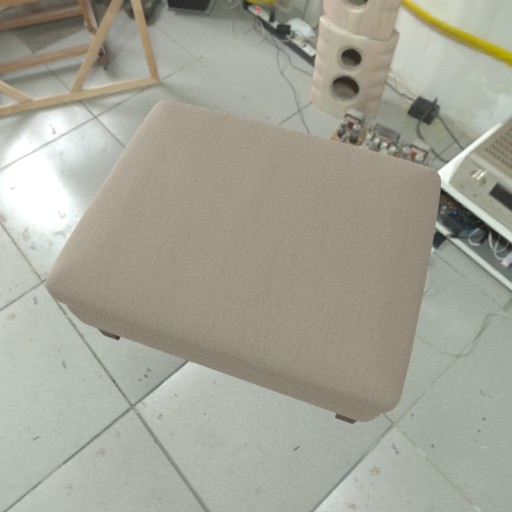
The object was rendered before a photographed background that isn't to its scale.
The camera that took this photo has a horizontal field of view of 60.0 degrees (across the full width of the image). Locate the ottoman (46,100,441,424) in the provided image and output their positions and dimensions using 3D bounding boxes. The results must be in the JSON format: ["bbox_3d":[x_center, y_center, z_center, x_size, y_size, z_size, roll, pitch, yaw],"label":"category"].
[{"bbox_3d":[0.000,0.000,1.123,0.771,0.420,0.606,17,63,9],"label":"ottoman"}]
